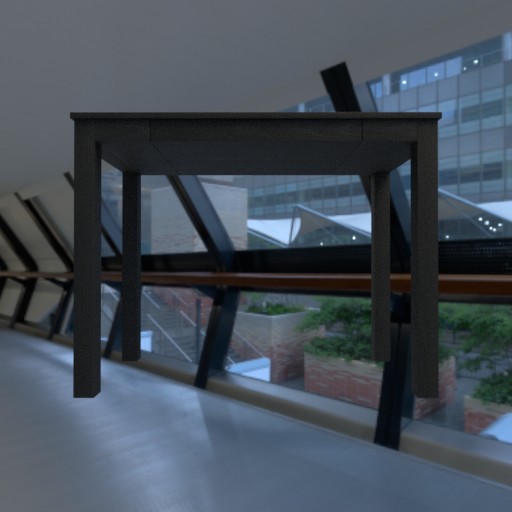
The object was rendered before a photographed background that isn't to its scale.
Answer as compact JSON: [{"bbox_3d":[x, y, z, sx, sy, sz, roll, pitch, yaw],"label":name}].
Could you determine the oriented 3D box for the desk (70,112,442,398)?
[{"bbox_3d":[0.000,0.000,1.426,0.991,0.762,0.499,0,0,0],"label":"desk"}]
